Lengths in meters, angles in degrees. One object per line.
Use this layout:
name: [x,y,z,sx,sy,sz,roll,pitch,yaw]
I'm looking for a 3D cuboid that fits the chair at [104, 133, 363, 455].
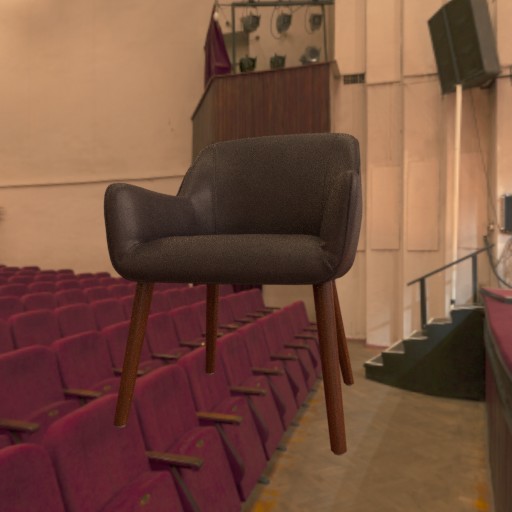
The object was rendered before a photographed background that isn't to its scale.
chair: [0.000,0.000,1.265,0.610,0.828,0.610,0,0,17]
